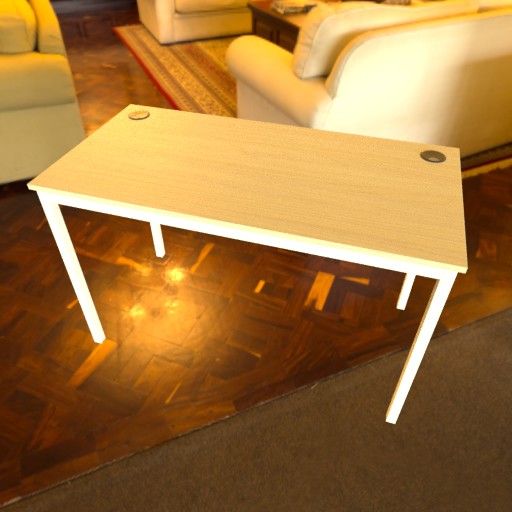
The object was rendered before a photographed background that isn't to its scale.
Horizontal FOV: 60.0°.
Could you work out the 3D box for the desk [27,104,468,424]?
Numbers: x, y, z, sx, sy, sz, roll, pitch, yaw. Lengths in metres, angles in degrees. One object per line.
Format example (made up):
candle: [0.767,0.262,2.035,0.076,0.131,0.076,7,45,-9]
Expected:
desk: [0.000,0.000,1.608,1.200,0.750,0.600,12,43,13]
